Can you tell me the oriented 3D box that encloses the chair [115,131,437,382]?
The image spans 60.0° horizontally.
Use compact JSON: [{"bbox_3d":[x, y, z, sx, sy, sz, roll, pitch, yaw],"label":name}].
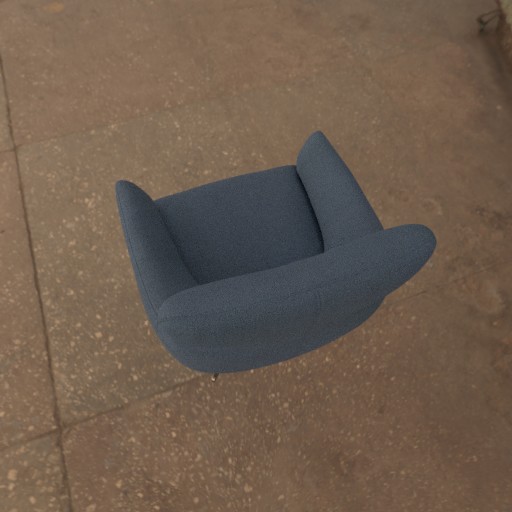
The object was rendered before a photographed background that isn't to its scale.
[{"bbox_3d":[0.000,0.000,1.395,0.738,0.813,0.761,-16,59,-10],"label":"chair"}]
